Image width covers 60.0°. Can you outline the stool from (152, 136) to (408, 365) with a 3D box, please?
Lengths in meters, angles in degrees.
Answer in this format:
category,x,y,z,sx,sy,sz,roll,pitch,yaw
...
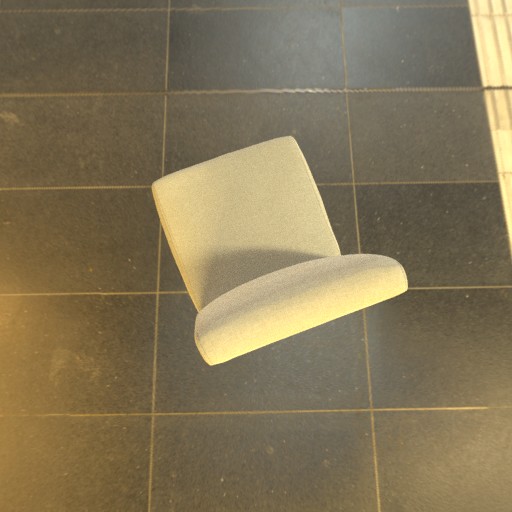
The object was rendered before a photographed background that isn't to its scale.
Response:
category,x,y,z,sx,sy,sz,roll,pitch,yaw
stool,0.000,0.000,1.293,0.446,1.015,0.543,-20,76,-5
